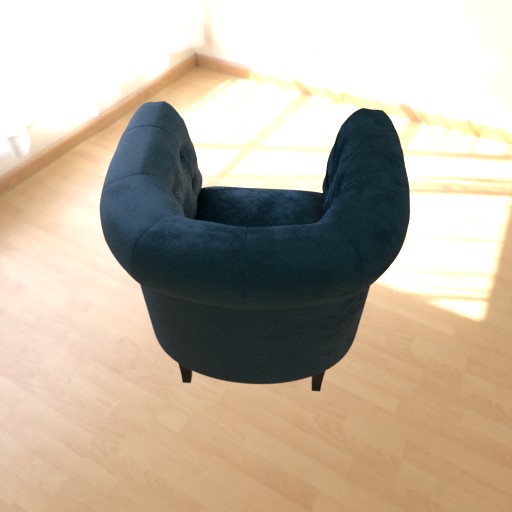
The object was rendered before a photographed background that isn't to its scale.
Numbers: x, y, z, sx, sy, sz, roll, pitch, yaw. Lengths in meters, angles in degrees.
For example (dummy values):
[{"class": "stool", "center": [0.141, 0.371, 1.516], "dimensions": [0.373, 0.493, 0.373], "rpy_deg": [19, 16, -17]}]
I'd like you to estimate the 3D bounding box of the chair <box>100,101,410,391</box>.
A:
[{"class": "chair", "center": [0.000, 0.000, 1.543], "dimensions": [0.904, 0.826, 0.851], "rpy_deg": [3, 47, 3]}]
